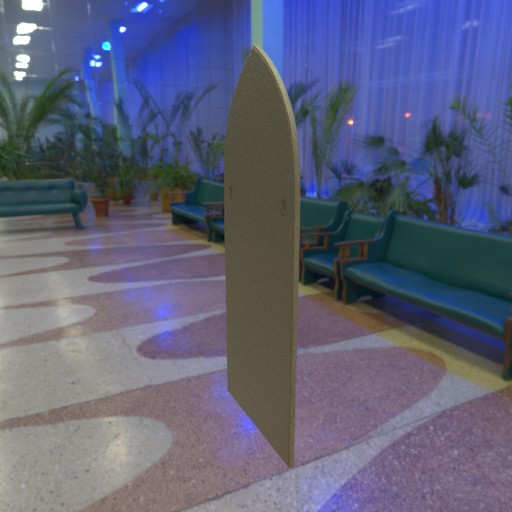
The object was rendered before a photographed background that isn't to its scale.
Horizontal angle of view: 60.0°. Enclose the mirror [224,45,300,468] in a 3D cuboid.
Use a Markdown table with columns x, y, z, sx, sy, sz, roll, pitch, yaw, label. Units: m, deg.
| x | y | z | sx | sy | sz | roll | pitch | yaw | label |
| --- | --- | --- | --- | --- | --- | --- | --- | --- | --- |
| 0.000 | 0.000 | 1.347 | 0.025 | 1.175 | 0.464 | -7 | 17 | -25 | mirror |
